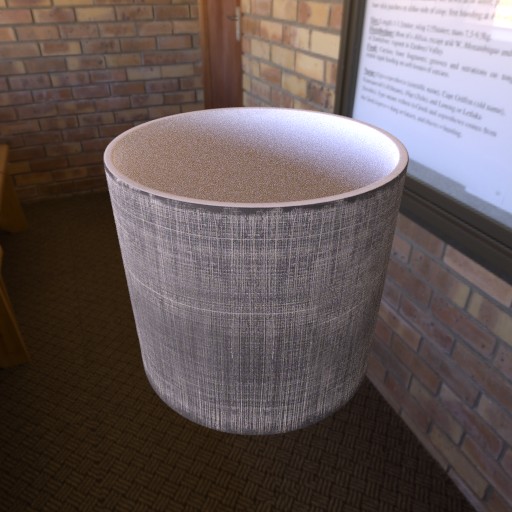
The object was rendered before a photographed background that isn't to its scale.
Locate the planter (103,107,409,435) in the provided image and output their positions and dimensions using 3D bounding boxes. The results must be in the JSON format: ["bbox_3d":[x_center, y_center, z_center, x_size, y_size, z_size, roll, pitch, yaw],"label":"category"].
[{"bbox_3d":[0.000,0.000,0.387,0.221,0.201,0.221,0,32,0],"label":"planter"}]
